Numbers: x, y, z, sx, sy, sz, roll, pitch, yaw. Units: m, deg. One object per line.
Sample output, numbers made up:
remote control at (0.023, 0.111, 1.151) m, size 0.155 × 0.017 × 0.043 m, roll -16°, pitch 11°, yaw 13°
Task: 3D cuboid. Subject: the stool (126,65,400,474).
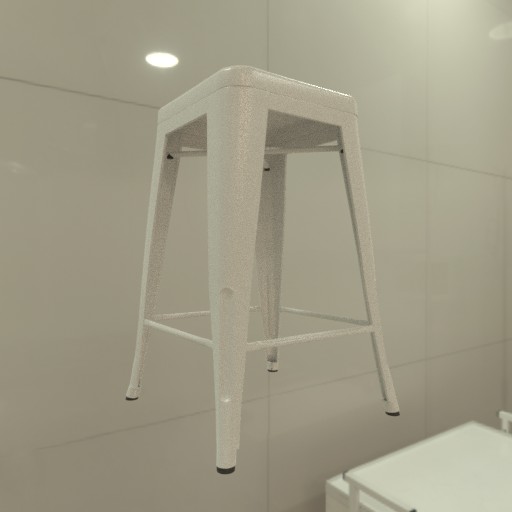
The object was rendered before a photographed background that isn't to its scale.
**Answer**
stool at (0.000, 0.000, 0.899) m, size 0.406 × 0.610 × 0.406 m, roll 0°, pitch 1°, yaw -35°
